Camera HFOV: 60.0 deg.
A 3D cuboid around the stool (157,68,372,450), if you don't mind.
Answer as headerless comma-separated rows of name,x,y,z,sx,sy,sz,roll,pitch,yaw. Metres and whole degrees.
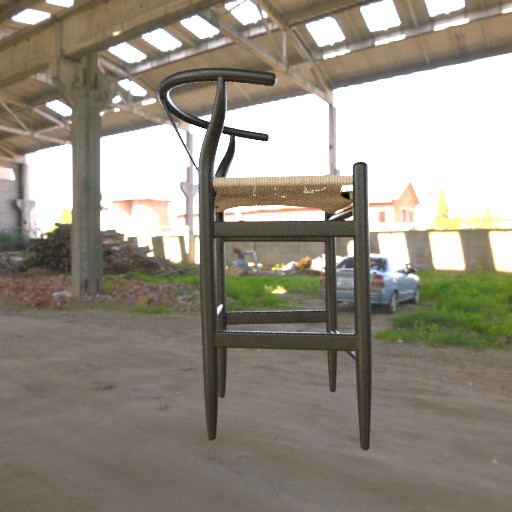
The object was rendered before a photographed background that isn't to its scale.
stool,0.000,0.000,1.341,0.579,0.970,0.569,0,0,0
